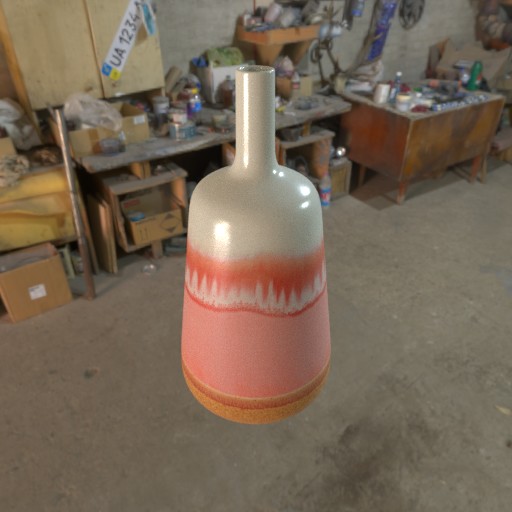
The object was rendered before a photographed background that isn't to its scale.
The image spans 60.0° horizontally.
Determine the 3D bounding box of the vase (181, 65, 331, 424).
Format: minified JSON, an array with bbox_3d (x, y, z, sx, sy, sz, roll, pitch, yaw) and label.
[{"bbox_3d":[0.000,0.000,0.375,0.144,0.296,0.144,0,32,0],"label":"vase"}]
